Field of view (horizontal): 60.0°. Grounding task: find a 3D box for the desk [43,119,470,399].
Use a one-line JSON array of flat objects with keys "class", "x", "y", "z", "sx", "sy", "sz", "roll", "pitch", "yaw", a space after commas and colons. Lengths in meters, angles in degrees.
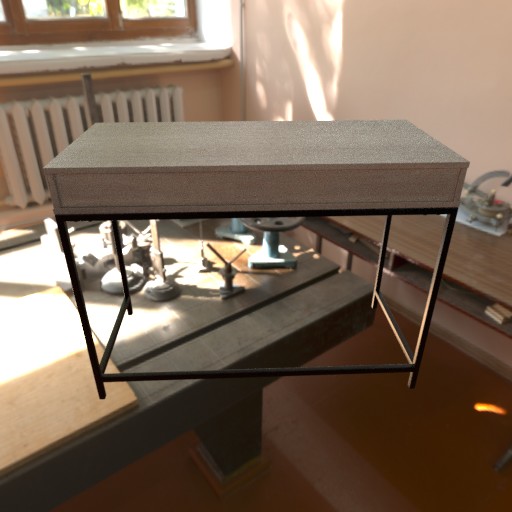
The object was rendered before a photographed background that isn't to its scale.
[{"class": "desk", "x": 0.000, "y": 0.000, "z": 1.444, "sx": 1.016, "sy": 0.762, "sz": 0.470, "roll": -1, "pitch": 30, "yaw": -2}]
